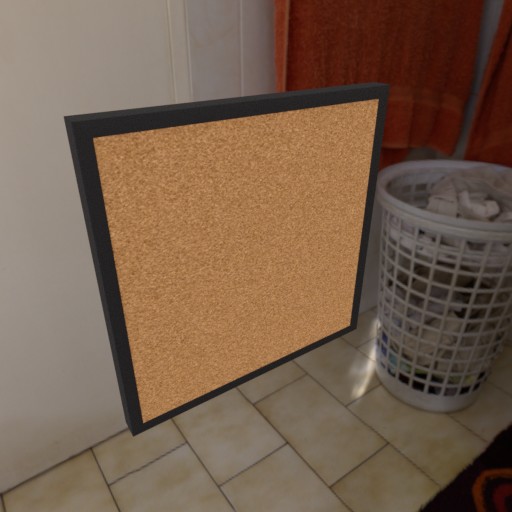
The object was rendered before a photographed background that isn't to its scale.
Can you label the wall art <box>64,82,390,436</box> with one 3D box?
[{"bbox_3d":[0.000,0.000,0.738,0.506,0.503,0.036,-18,34,-29],"label":"wall art"}]
